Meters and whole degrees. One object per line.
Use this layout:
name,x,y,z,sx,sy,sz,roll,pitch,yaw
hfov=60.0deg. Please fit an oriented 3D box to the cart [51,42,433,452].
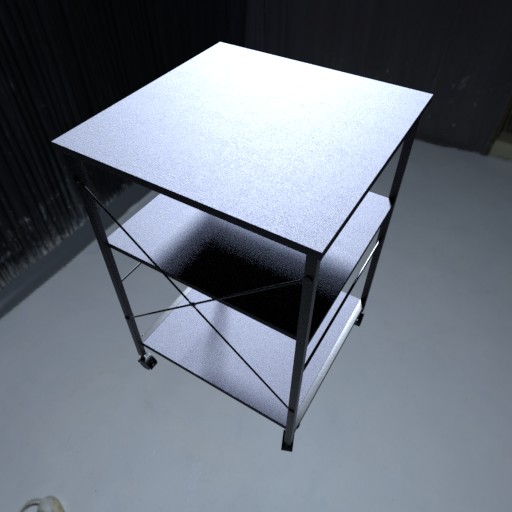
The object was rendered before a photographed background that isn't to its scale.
cart,0.000,0.000,1.109,0.521,0.762,0.520,24,51,21
